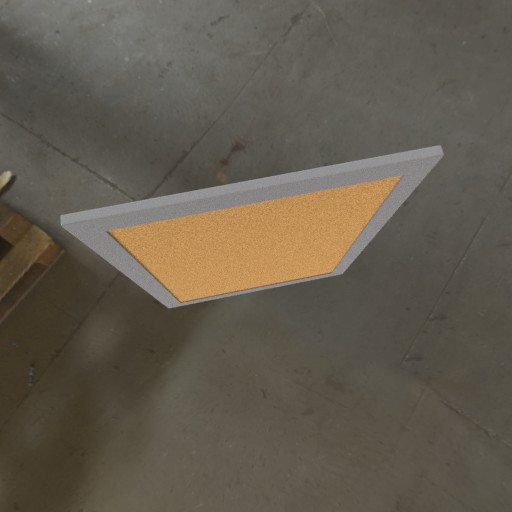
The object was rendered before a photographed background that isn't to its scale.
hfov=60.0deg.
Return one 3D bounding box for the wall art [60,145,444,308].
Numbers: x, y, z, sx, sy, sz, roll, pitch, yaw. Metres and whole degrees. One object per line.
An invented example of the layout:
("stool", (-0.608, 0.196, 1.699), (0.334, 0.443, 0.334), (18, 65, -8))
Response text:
("wall art", (0.000, 0.000, 0.680), (0.374, 0.529, 0.012), (-11, 75, -3))
